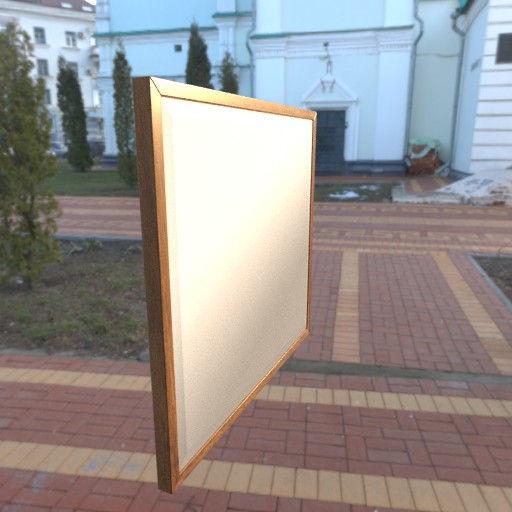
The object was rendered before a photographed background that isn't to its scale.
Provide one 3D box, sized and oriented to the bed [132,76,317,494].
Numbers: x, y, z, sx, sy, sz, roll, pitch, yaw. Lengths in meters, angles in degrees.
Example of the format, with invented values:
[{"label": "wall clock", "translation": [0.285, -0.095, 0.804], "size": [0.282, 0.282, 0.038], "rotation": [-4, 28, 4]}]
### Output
[{"label": "bed", "translation": [0.000, 0.000, 1.413], "size": [0.043, 0.940, 1.041], "rotation": [6, 15, 24]}]
